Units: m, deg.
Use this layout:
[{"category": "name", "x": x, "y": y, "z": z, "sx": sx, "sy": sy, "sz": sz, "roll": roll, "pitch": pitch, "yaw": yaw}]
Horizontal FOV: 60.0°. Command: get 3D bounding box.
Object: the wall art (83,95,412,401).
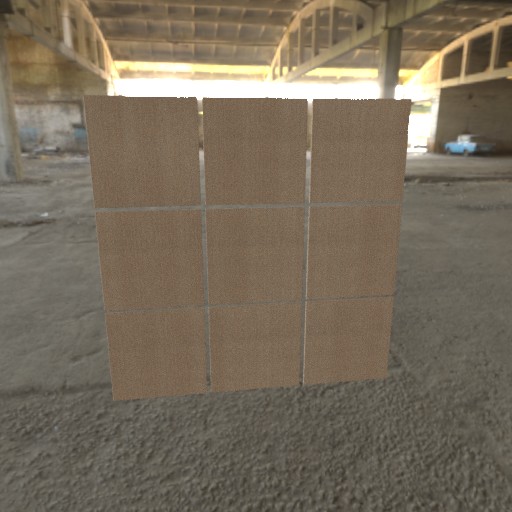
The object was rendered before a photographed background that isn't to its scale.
[{"category": "wall art", "x": 0.000, "y": 0.000, "z": 1.801, "sx": 1.219, "sy": 1.218, "sz": 0.013, "roll": -2, "pitch": 16, "yaw": -8}]
